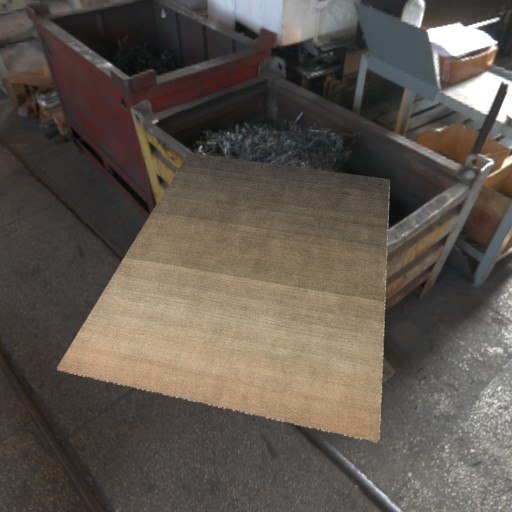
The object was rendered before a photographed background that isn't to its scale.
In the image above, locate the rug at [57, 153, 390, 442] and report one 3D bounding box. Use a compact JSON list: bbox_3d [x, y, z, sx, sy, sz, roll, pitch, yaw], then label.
[{"bbox_3d":[0.000,0.000,4.003,2.306,0.017,2.902,10,47,9],"label":"rug"}]
